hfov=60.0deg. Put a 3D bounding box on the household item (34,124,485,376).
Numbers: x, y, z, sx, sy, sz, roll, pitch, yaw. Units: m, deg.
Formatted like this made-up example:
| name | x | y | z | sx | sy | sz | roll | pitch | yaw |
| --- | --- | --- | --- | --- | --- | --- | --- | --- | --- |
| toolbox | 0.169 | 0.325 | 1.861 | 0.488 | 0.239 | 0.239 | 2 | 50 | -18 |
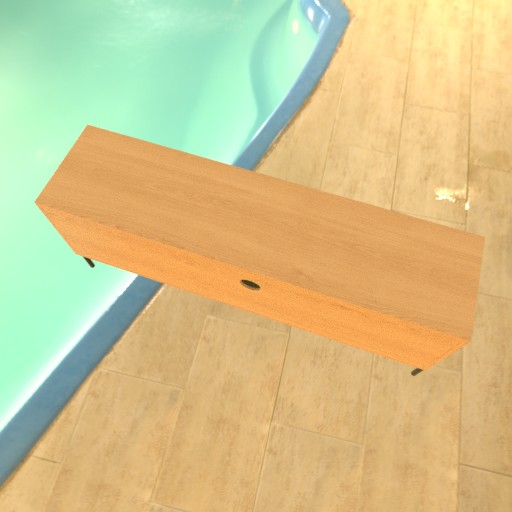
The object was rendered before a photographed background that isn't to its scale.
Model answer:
| name | x | y | z | sx | sy | sz | roll | pitch | yaw |
| --- | --- | --- | --- | --- | --- | --- | --- | --- | --- |
| household item | 0.000 | 0.000 | 1.793 | 1.550 | 0.600 | 0.400 | 17 | 65 | 9 |
